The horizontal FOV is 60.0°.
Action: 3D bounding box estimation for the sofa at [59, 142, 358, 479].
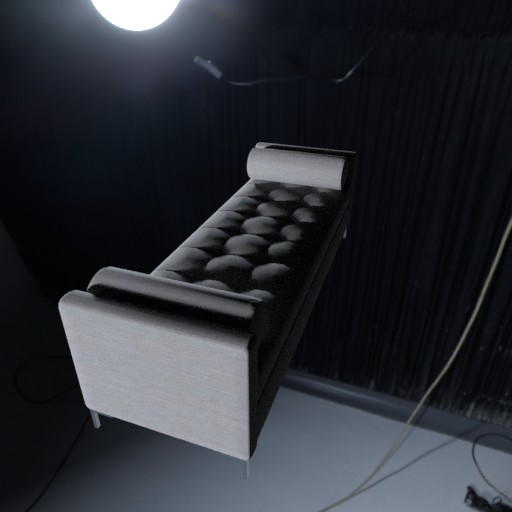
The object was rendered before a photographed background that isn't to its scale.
[{"bbox_3d":[0.000,0.000,2.308,0.686,0.635,1.981,10,32,17],"label":"sofa"}]
